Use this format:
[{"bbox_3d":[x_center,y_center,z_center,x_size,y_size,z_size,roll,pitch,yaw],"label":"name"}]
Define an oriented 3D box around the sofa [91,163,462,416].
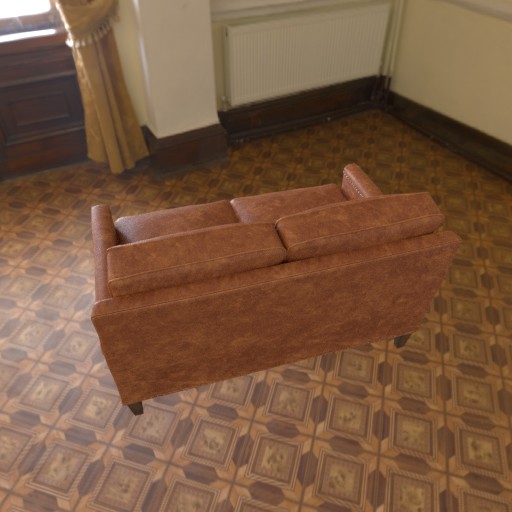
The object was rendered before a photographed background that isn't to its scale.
[{"bbox_3d":[0.000,0.000,2.303,1.597,1.003,1.084,-11,43,-12],"label":"sofa"}]
